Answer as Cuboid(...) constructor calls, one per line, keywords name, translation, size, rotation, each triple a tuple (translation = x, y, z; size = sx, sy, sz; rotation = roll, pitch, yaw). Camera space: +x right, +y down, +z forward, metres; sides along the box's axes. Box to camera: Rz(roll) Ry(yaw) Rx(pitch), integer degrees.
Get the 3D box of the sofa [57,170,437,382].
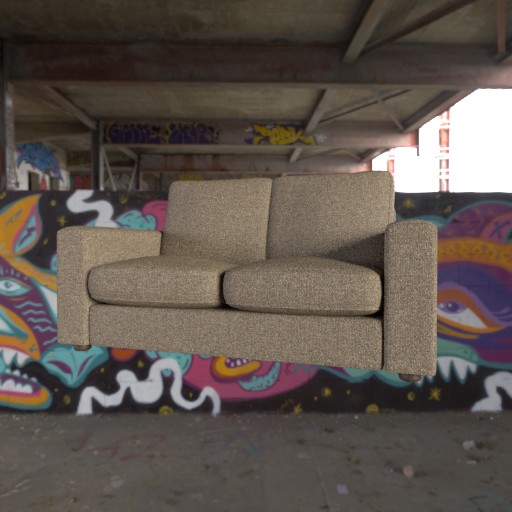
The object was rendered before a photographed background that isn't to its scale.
Cuboid(name="sofa", translation=(0.000, 0.000, 2.195), size=(1.616, 0.873, 1.016), rotation=(0, 1, 19))
